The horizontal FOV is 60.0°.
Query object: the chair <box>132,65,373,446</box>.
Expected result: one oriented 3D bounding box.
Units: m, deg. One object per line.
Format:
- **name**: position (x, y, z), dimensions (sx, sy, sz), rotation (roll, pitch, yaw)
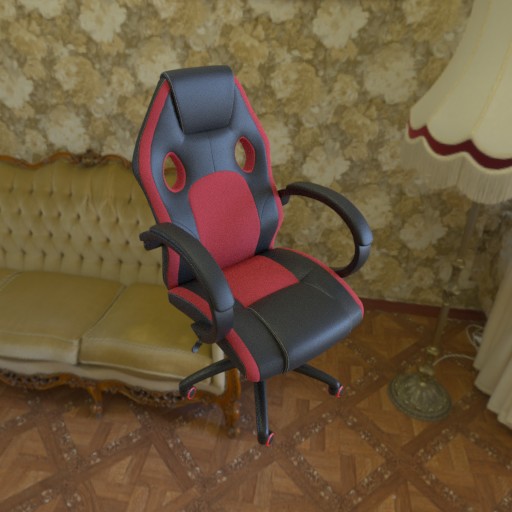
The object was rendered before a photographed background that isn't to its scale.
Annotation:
- **chair**: position (0.000, 0.000, 1.582), dimensions (0.673, 1.187, 0.724), rotation (-22, 37, -32)
